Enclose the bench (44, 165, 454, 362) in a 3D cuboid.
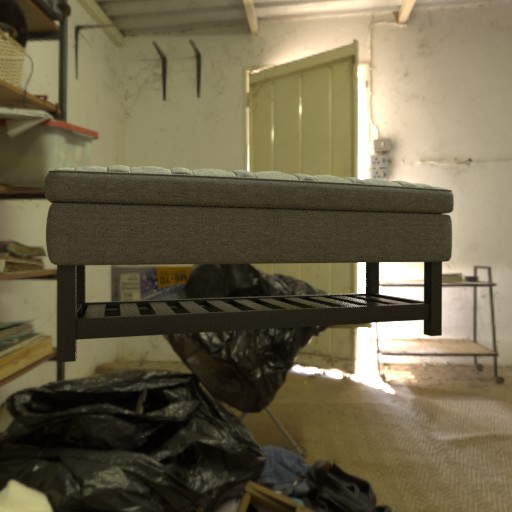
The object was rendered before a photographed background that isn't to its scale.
[{"bbox_3d":[0.000,0.000,1.315,1.100,0.470,0.429,0,1,-18],"label":"bench"}]
